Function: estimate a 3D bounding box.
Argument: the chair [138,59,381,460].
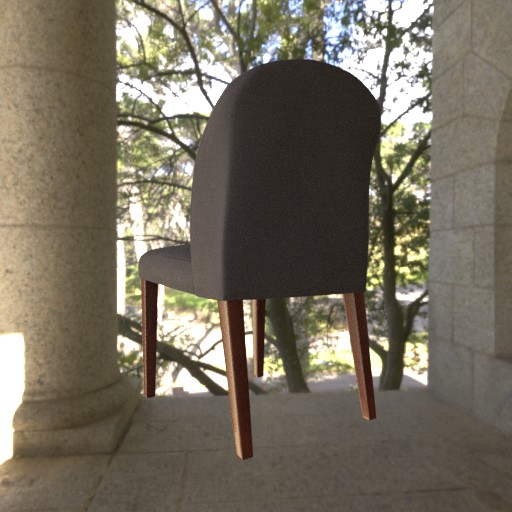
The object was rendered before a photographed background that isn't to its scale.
[{"bbox_3d":[0.000,0.000,1.267,0.506,0.879,0.619,0,0,-35],"label":"chair"}]
